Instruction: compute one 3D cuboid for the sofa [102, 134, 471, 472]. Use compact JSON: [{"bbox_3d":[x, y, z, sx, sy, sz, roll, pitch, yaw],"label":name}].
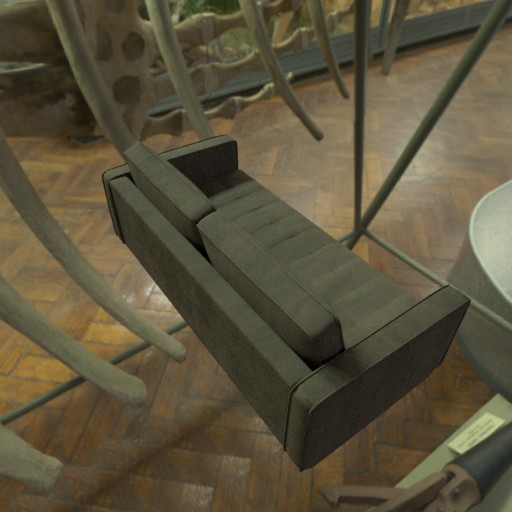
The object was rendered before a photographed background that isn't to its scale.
[{"bbox_3d":[0.000,0.000,2.377,0.924,0.825,1.920,-25,47,-26],"label":"sofa"}]
